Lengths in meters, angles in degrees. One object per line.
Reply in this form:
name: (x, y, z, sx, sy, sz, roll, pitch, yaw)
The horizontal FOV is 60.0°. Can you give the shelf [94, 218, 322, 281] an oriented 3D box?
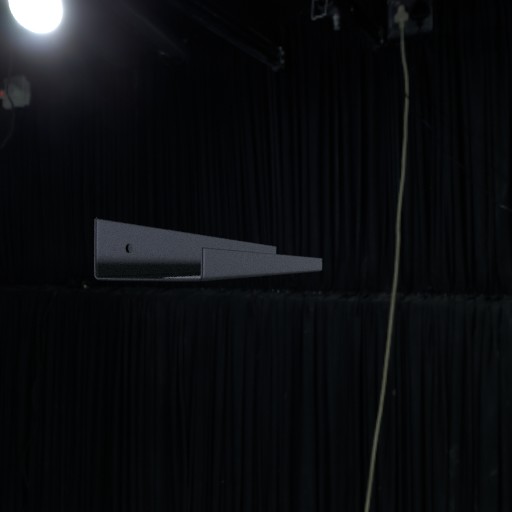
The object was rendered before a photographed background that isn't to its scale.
shelf: (0.000, 0.000, 0.650, 0.102, 0.053, 0.605, 0, -1, 17)
